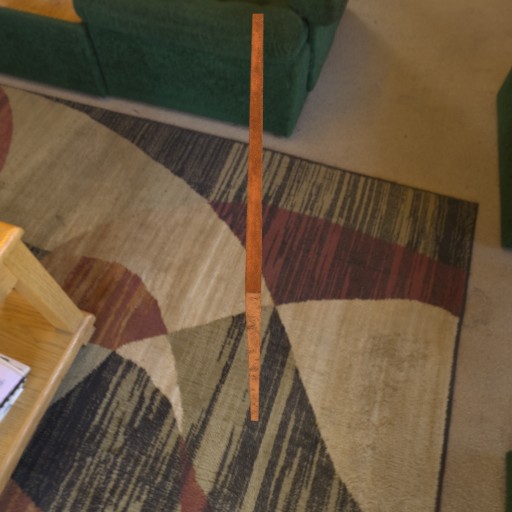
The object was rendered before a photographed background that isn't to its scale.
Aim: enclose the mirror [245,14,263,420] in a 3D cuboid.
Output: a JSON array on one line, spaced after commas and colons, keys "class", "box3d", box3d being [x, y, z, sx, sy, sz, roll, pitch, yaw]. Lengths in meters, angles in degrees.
[{"class": "mirror", "box3d": [0.000, 0.000, 1.406, 0.028, 1.099, 0.796, 1, 59, 0]}]
